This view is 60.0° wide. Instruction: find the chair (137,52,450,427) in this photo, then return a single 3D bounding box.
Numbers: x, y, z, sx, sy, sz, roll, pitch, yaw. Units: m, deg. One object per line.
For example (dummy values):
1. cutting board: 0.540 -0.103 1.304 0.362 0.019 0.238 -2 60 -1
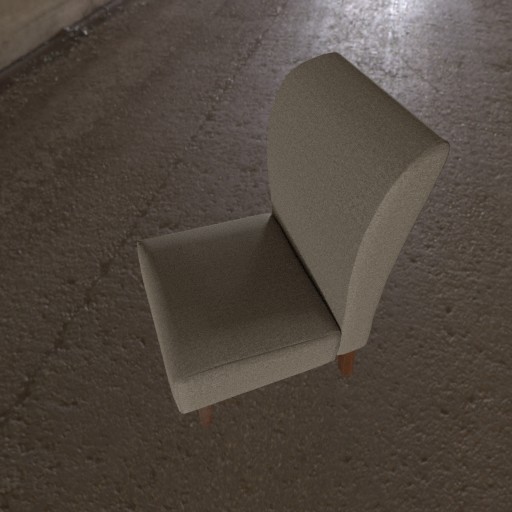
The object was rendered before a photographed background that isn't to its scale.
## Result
1. chair: 0.000 0.000 1.147 0.592 0.804 0.513 -16 49 -15
